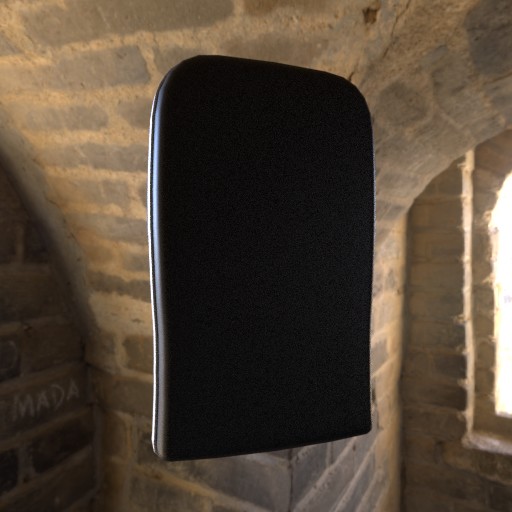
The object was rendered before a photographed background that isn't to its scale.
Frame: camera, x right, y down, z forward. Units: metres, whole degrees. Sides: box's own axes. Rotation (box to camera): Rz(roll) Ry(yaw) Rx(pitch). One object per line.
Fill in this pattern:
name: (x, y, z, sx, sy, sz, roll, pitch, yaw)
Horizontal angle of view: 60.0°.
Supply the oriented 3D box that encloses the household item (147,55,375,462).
household item: (0.000, 0.000, 0.144, 0.070, 0.114, 0.038, 0, -1, -19)
